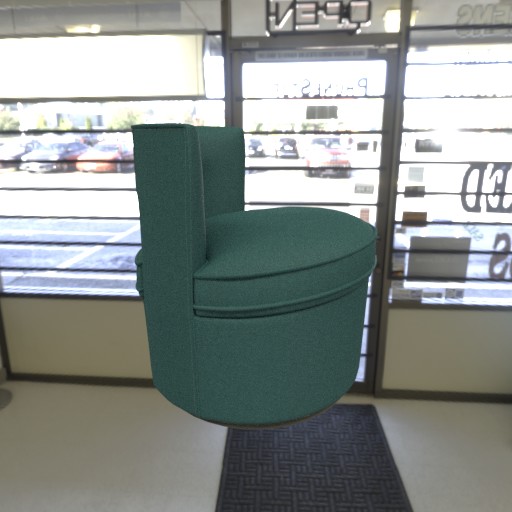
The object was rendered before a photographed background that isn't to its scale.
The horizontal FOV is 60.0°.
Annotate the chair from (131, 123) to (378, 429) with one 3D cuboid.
[{"bbox_3d":[0.000,0.000,1.250,0.660,0.711,0.684,2,16,8],"label":"chair"}]
